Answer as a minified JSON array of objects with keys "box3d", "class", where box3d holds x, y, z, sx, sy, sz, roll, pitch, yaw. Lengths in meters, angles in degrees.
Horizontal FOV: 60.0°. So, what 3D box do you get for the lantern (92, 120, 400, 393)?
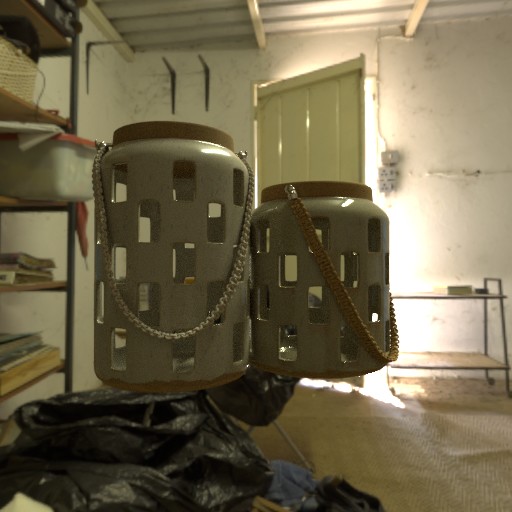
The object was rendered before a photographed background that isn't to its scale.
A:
[{"box3d":[0.000,0.000,0.500,0.347,0.255,0.184,0,-1,-17],"class":"lantern"}]
